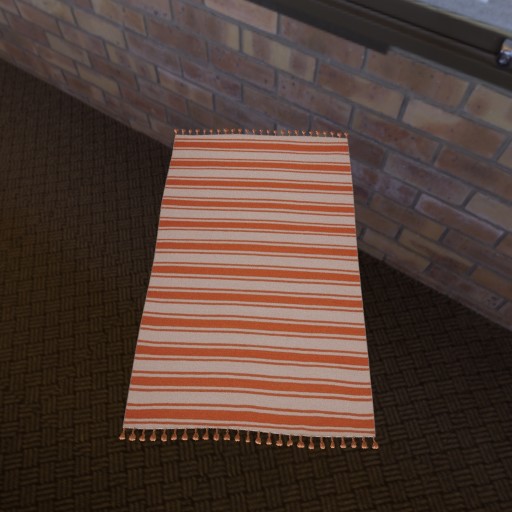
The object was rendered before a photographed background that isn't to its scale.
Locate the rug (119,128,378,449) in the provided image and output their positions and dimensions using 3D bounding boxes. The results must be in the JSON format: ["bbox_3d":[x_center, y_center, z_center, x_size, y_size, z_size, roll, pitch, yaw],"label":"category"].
[{"bbox_3d":[0.000,0.000,2.629,1.232,0.017,2.092,2,60,1],"label":"rug"}]
